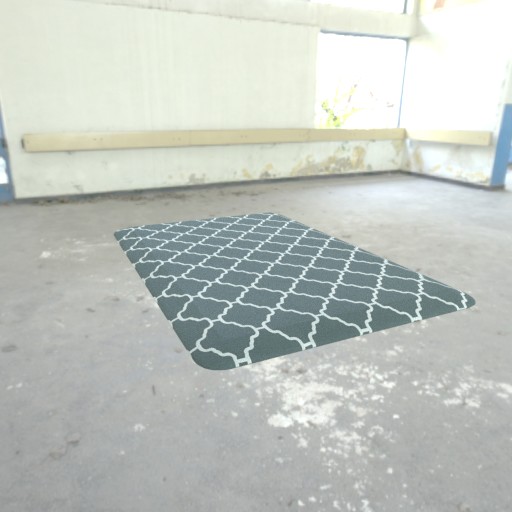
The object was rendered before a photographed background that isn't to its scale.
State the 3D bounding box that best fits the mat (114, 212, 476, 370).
[{"bbox_3d":[0.000,0.000,0.979,0.508,0.021,0.762,-8,20,-24],"label":"mat"}]
